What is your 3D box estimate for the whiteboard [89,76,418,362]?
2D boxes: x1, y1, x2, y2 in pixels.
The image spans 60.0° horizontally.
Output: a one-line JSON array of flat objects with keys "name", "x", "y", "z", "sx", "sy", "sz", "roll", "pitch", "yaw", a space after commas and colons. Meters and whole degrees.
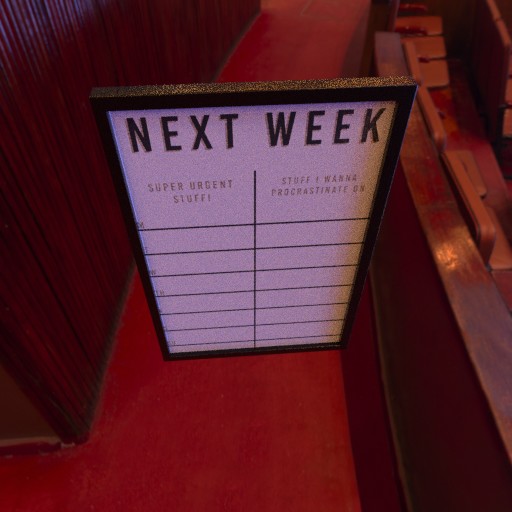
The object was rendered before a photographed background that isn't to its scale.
[{"name": "whiteboard", "x": 0.000, "y": 0.000, "z": 0.772, "sx": 0.406, "sy": 0.611, "sz": 0.026, "roll": -3, "pitch": 46, "yaw": -3}]
